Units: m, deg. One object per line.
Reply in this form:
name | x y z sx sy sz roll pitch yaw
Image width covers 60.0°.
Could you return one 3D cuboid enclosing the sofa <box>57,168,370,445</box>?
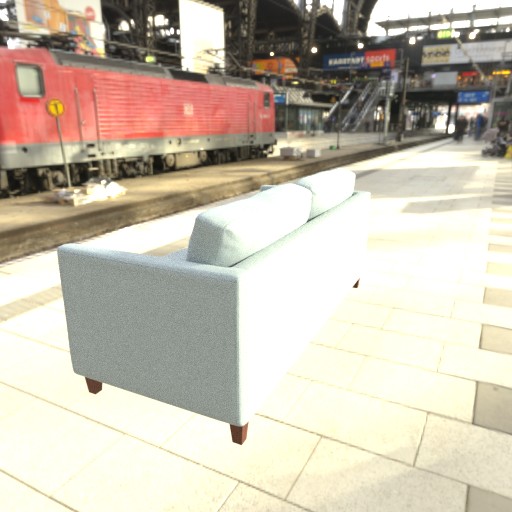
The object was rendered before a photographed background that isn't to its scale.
sofa | 0.000 0.000 2.766 0.951 0.965 2.208 8 19 25
